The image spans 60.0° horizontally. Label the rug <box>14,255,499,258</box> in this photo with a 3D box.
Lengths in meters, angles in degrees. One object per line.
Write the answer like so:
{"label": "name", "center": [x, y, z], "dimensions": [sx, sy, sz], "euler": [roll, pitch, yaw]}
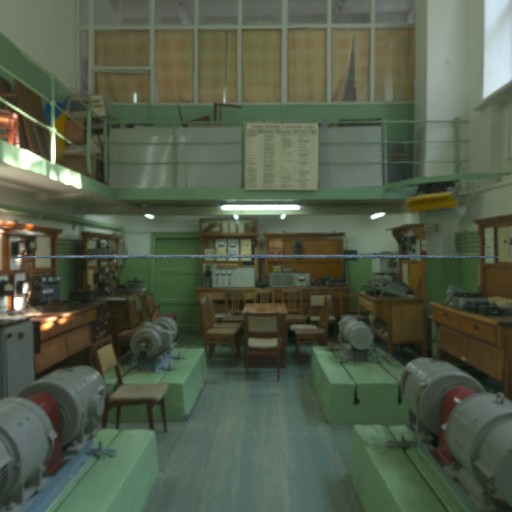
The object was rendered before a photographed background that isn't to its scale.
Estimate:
{"label": "rug", "center": [0.000, 0.000, 4.175], "dimensions": [3.291, 0.013, 2.337], "euler": [0, 0, -1]}
